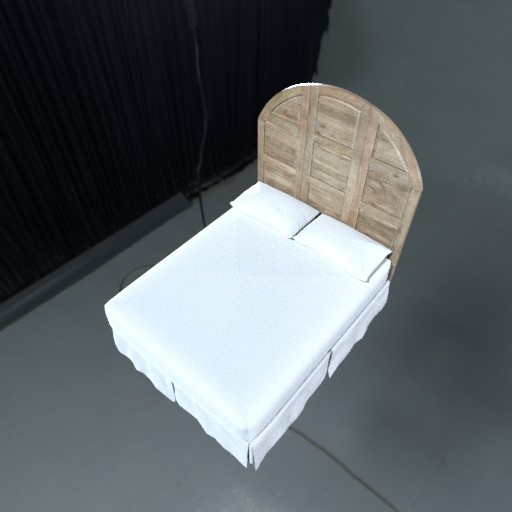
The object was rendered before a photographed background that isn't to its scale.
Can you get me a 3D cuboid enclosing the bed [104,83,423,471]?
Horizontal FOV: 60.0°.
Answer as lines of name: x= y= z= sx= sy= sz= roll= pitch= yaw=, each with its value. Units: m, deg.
bed: x=0.000 y=0.000 z=3.539 sx=1.713 sy=2.002 sz=2.112 roll=32 pitch=55 yaw=26
